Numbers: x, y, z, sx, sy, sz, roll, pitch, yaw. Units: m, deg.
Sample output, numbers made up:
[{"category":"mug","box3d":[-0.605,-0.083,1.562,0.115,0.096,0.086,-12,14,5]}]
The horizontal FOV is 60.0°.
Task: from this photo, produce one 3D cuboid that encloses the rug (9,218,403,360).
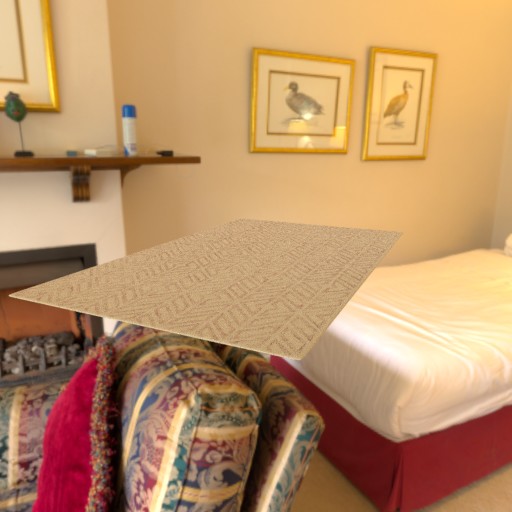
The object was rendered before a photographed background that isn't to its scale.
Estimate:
[{"category":"rug","box3d":[0.000,0.000,2.907,1.523,0.008,2.438,7,16,25]}]
